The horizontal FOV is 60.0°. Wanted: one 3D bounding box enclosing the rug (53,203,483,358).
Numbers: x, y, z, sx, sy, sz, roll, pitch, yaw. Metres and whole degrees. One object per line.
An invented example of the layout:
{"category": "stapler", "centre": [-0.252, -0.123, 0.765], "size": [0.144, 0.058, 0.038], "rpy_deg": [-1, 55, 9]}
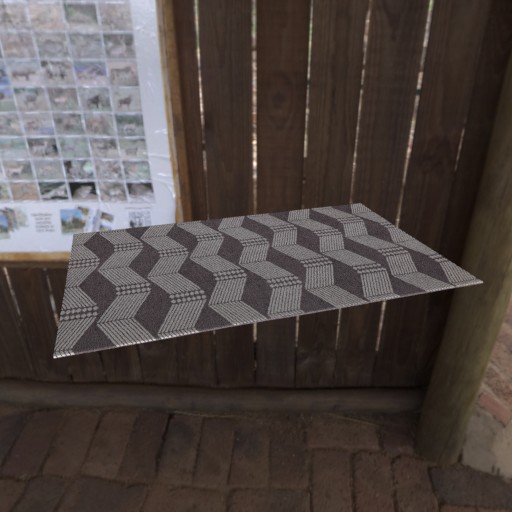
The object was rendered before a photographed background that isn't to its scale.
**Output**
{"category": "rug", "centre": [0.000, 0.000, 3.031], "size": [2.435, 0.011, 1.517], "rpy_deg": [-8, 27, -15]}
